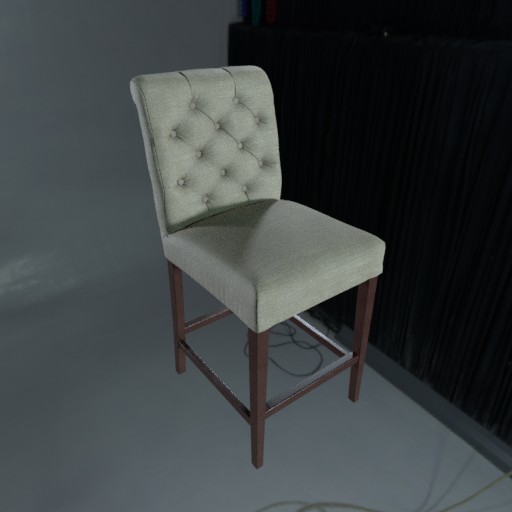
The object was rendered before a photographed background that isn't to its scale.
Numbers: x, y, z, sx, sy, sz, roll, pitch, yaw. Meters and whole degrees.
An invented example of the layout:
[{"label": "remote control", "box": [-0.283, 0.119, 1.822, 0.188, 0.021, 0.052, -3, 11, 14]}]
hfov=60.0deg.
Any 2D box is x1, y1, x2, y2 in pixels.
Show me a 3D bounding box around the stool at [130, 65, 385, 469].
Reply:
[{"label": "stool", "box": [0.000, 0.000, 1.450, 0.486, 1.084, 0.660, -20, 35, -32]}]
